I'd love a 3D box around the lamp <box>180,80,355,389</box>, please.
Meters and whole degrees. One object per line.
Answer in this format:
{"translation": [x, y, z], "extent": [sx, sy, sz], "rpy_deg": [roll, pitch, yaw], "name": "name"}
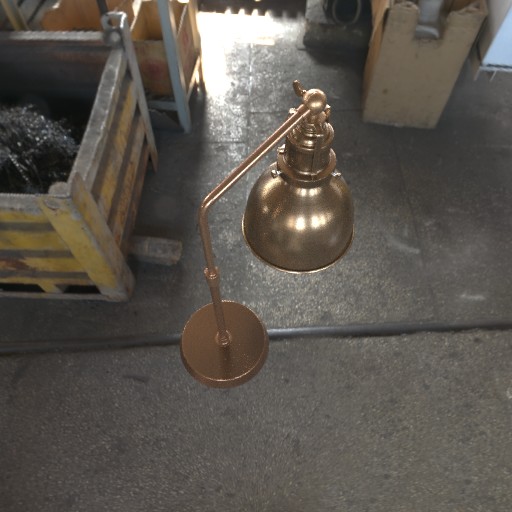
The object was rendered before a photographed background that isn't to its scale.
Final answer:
{"translation": [0.000, 0.000, 0.582], "extent": [0.286, 0.456, 0.153], "rpy_deg": [-32, 64, -17], "name": "lamp"}
